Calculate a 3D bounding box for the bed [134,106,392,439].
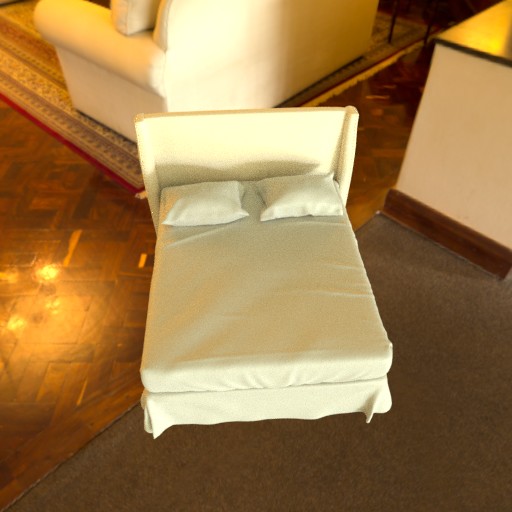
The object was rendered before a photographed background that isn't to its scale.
[{"bbox_3d":[0.000,0.000,3.517,1.925,1.332,2.276,-3,47,-3],"label":"bed"}]
